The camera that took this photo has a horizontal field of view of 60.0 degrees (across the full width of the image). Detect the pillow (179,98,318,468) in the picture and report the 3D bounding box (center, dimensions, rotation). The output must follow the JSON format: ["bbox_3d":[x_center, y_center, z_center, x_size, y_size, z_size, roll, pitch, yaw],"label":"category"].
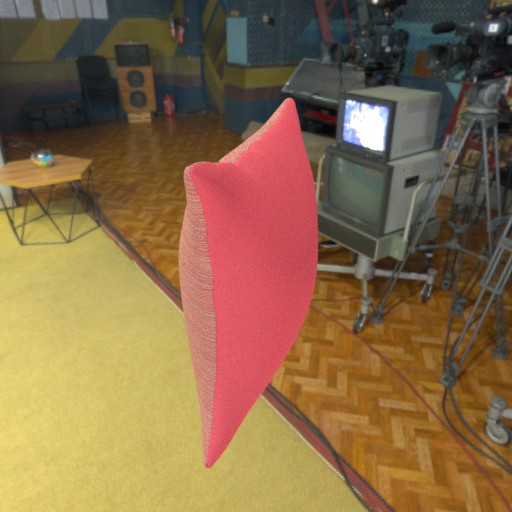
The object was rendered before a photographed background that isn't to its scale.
[{"bbox_3d":[0.000,0.000,0.833,0.229,0.501,0.559,8,30,14],"label":"pillow"}]
